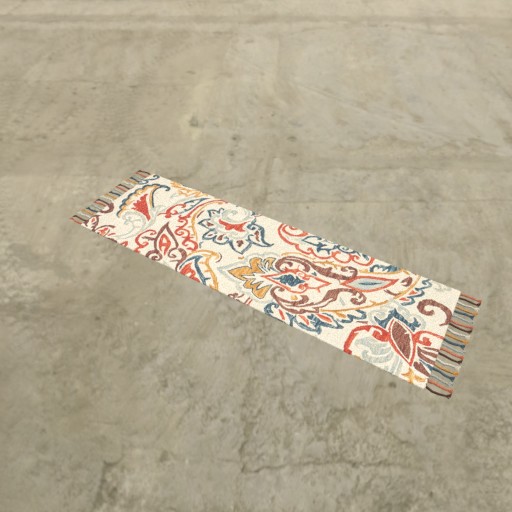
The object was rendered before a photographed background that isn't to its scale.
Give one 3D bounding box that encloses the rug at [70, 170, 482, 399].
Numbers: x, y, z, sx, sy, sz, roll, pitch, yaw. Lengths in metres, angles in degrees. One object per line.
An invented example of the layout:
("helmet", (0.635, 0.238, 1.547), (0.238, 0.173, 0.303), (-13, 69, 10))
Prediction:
("rug", (0.000, 0.000, 2.901), (2.682, 0.015, 0.763), (23, 49, 22))
